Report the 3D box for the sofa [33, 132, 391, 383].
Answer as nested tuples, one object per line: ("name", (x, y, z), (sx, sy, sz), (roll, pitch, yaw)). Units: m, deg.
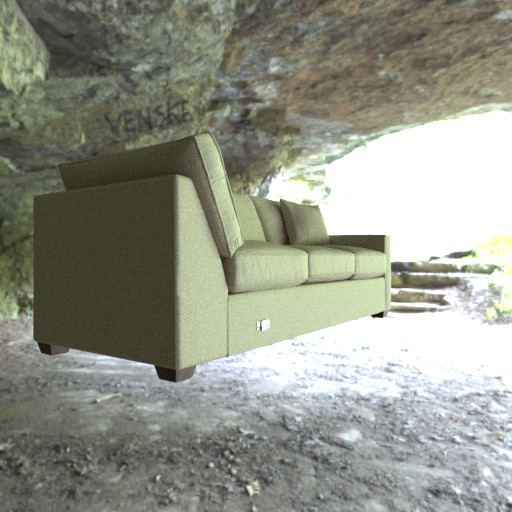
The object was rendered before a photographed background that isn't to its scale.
("sofa", (0.000, 0.000, 2.796), (1.053, 0.948, 2.323), (0, 0, 35))
